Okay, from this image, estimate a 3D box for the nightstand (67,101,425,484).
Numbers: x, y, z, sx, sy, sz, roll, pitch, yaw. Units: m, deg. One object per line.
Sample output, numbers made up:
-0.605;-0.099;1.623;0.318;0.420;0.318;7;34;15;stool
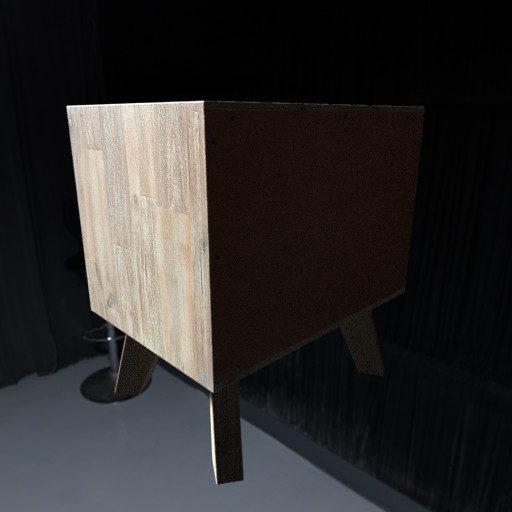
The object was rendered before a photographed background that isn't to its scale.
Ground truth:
0.000;0.000;0.922;0.552;0.589;0.396;-16;24;-42;nightstand
